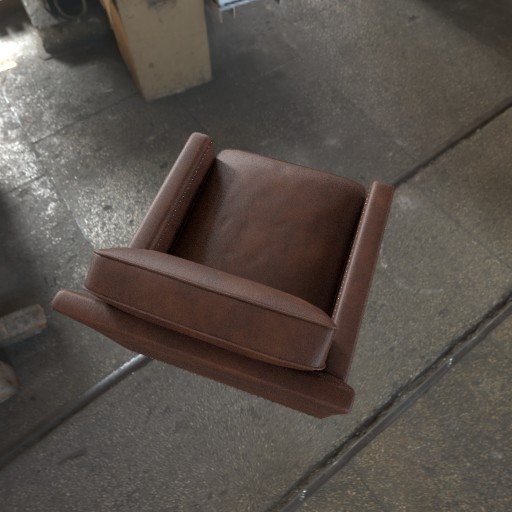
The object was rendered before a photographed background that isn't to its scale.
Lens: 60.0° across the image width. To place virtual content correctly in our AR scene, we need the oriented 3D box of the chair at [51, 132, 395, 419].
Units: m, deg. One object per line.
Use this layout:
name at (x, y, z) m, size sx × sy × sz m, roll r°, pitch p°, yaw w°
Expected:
chair at (0.000, 0.000, 1.662) m, size 0.853 × 0.929 × 1.014 m, roll 17°, pitch 63°, yaw 9°
